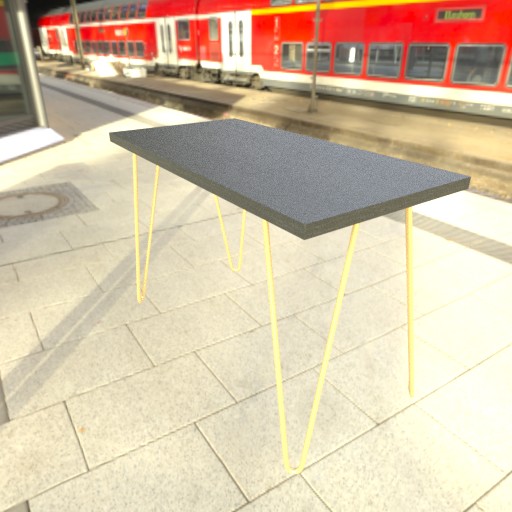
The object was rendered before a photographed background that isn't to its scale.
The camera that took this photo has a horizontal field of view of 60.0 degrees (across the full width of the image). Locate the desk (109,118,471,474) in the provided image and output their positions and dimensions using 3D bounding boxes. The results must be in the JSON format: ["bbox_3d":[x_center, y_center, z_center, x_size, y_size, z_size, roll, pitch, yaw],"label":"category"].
[{"bbox_3d":[0.000,0.000,1.388,0.499,0.660,0.991,-17,31,-31],"label":"desk"}]
